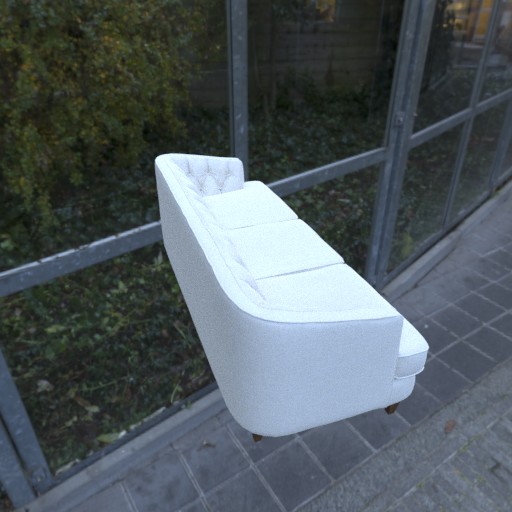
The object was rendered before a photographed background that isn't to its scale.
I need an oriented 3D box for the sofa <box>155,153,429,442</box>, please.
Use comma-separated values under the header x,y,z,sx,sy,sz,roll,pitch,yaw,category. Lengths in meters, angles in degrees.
x,y,z,sx,sy,sz,roll,pitch,yaw,category
0.000,0.000,2.835,0.941,0.855,2.278,-11,32,-17,sofa
